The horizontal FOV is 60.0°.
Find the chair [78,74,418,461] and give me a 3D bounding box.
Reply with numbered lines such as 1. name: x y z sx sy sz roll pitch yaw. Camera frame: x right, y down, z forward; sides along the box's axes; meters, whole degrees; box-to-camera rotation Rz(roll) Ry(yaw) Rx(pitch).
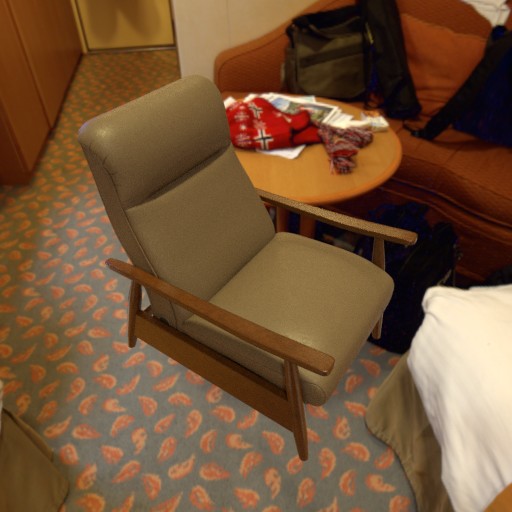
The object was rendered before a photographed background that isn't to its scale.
1. chair: 0.000 0.000 1.754 1.014 1.082 0.762 24 47 25
